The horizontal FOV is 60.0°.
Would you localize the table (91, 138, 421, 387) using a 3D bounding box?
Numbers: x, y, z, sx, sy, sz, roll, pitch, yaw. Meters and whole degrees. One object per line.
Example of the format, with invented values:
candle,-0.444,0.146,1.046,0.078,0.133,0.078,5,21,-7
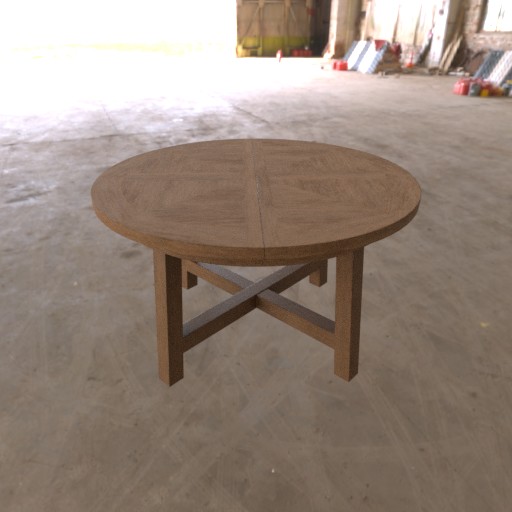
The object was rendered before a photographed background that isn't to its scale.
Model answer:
table,0.000,0.000,2.040,1.319,0.762,1.319,0,28,0
